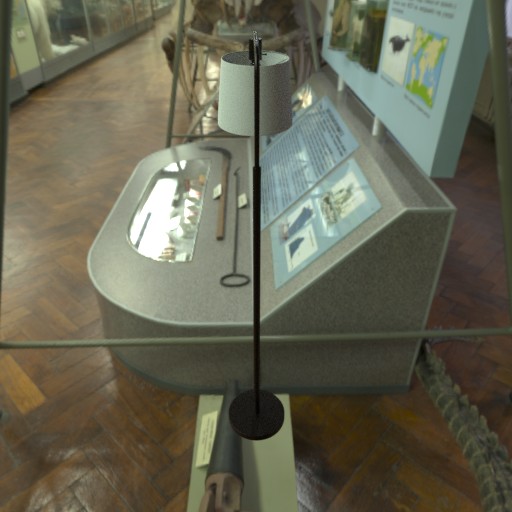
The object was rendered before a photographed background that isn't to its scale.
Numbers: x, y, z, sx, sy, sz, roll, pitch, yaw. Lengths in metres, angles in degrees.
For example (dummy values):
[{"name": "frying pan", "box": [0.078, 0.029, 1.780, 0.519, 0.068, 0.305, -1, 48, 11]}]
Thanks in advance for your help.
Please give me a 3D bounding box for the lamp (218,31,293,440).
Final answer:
[{"name": "lamp", "box": [0.000, 0.000, 1.648, 0.254, 1.478, 0.508, -1, 32, -1]}]
